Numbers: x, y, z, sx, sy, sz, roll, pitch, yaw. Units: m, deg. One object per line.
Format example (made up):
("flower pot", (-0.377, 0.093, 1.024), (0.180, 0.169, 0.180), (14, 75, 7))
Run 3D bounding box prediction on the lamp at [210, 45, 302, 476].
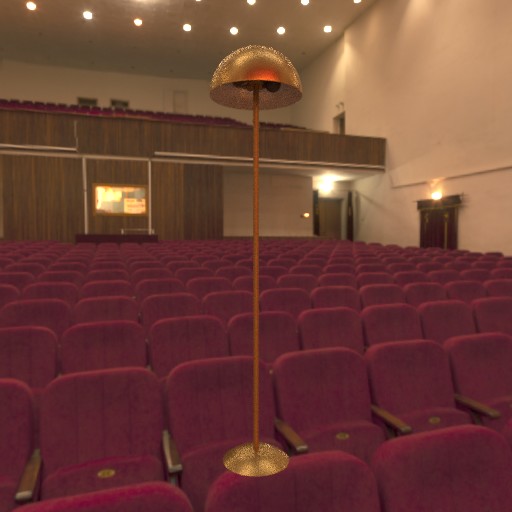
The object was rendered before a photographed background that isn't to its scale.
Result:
("lamp", (0.000, 0.000, 1.592), (0.328, 1.480, 0.328), (-1, 2, -18))
